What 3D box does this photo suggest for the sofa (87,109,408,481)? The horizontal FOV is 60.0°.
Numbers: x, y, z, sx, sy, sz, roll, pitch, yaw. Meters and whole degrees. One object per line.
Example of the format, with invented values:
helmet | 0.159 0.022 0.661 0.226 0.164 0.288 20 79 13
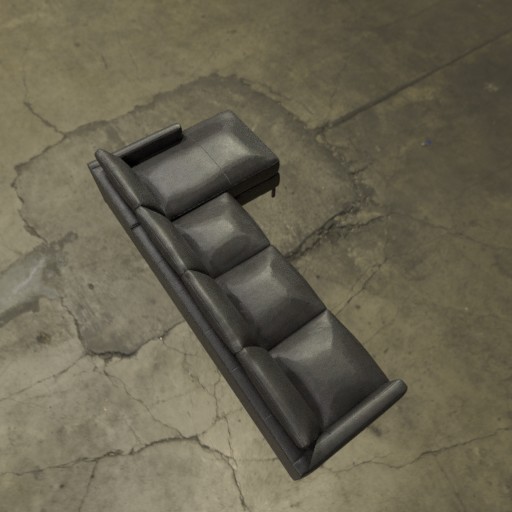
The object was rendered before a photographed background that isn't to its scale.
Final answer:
sofa | 0.000 0.000 3.596 1.471 0.859 2.993 -32 65 -17
